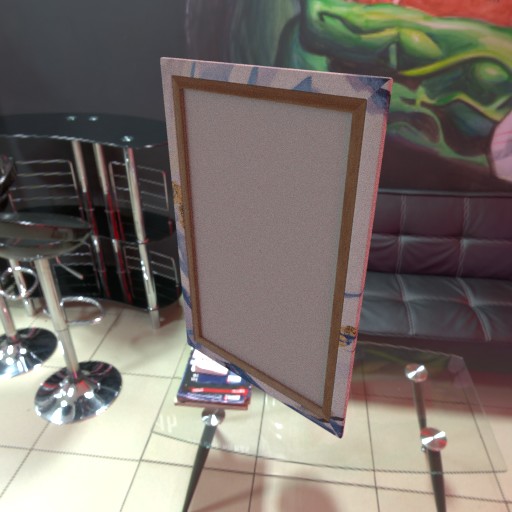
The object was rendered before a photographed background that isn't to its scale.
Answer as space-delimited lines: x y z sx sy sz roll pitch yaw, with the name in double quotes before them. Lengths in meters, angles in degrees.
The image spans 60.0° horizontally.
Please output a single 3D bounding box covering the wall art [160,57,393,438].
"wall art" 0.000 0.000 1.153 0.610 0.914 0.016 22 36 34
